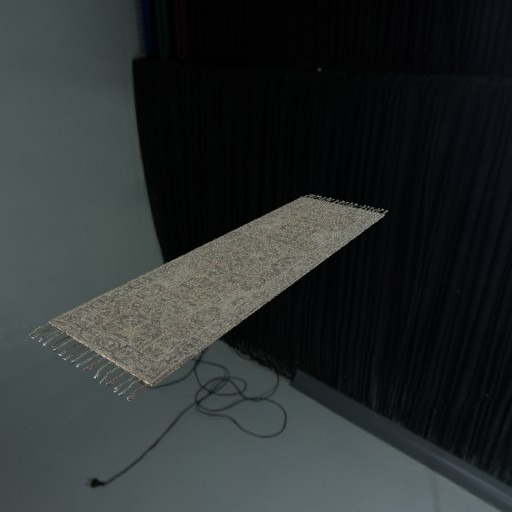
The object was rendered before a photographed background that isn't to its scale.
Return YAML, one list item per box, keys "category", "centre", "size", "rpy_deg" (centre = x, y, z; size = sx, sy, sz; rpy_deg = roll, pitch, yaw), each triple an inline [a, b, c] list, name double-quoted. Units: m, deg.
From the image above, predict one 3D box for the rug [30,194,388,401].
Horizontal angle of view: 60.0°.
- category: "rug"
  centre: [0.000, 0.000, 2.872]
  size: [0.762, 0.011, 2.664]
  rpy_deg: [18, 31, 32]
